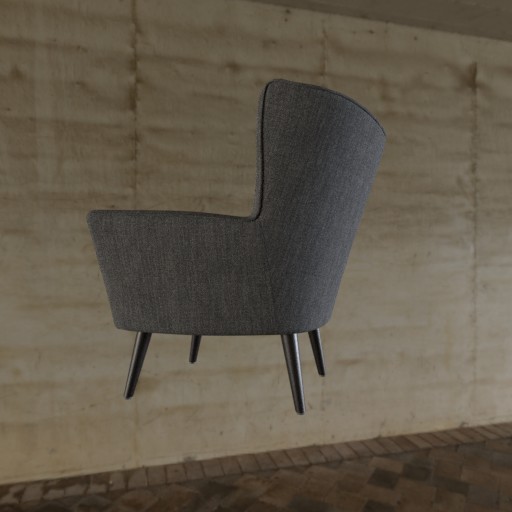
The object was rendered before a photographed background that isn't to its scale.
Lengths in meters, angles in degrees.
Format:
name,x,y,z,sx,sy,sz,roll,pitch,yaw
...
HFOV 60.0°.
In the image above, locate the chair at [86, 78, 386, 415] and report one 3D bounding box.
name,x,y,z,sx,sy,sz,roll,pitch,yaw
chair,0.000,0.000,1.577,0.888,0.933,0.781,0,0,17
